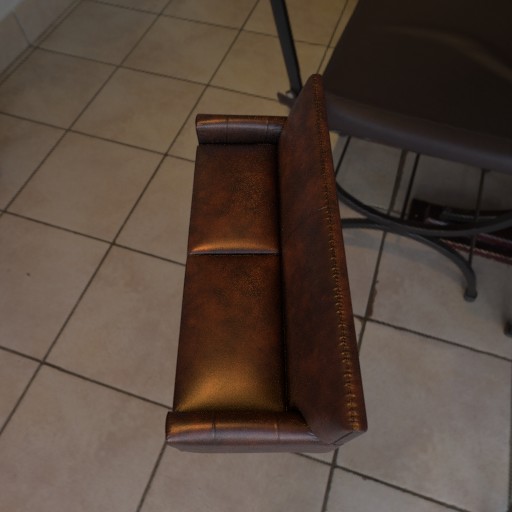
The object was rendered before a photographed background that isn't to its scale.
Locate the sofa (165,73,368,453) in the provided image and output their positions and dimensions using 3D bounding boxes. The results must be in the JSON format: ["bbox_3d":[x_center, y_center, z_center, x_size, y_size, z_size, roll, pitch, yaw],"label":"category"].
[{"bbox_3d":[0.000,0.000,2.441,0.786,0.871,1.995,0,58,0],"label":"sofa"}]
